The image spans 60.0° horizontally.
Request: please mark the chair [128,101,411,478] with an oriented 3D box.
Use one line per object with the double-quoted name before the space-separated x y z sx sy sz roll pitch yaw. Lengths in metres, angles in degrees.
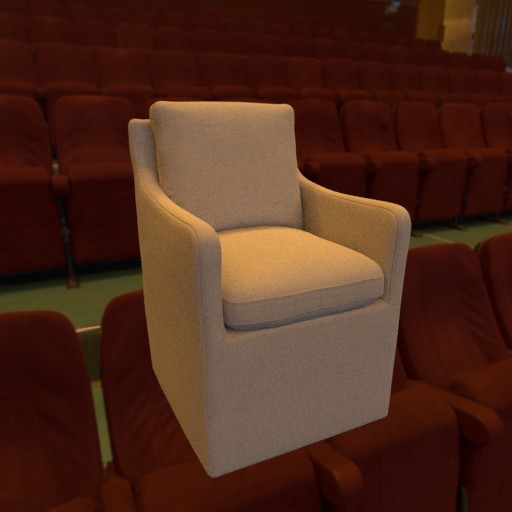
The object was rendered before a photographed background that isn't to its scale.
"chair" 0.000 0.000 1.362 0.626 0.914 0.694 -8 18 -25
